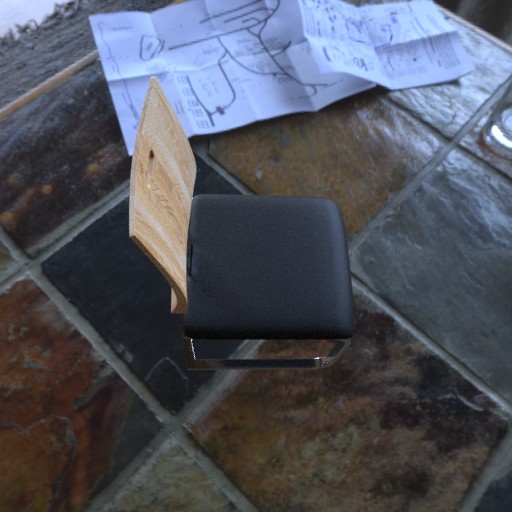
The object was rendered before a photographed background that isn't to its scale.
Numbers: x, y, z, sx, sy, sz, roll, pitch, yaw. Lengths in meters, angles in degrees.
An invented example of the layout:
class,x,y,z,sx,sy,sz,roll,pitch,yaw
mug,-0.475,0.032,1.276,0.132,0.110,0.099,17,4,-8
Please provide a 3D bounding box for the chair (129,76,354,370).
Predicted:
class,x,y,z,sx,sy,sz,roll,pitch,yaw
chair,0.000,0.000,1.256,0.560,0.936,0.462,0,64,0
